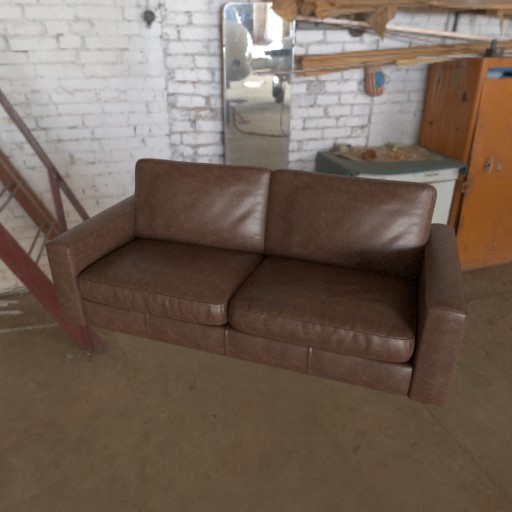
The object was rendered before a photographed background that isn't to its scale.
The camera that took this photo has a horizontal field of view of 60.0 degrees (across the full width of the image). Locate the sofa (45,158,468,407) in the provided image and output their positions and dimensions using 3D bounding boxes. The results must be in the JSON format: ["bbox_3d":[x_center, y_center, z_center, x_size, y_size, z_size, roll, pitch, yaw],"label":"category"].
[{"bbox_3d":[0.000,0.000,2.592,2.179,0.873,1.016,9,28,17],"label":"sofa"}]
